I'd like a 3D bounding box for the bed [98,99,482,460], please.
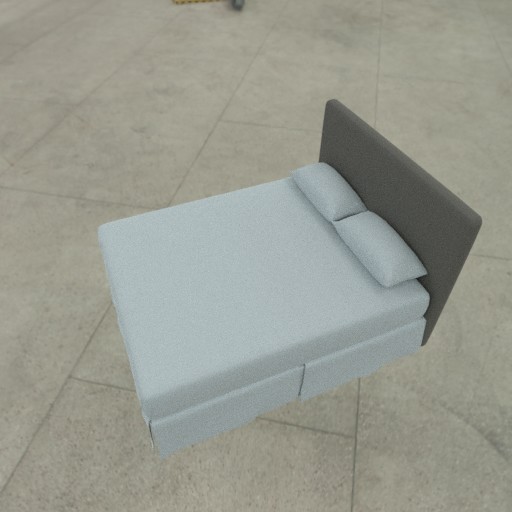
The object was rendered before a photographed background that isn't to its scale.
[{"bbox_3d":[0.000,0.000,3.219,2.142,1.330,1.748,-16,47,-16],"label":"bed"}]
